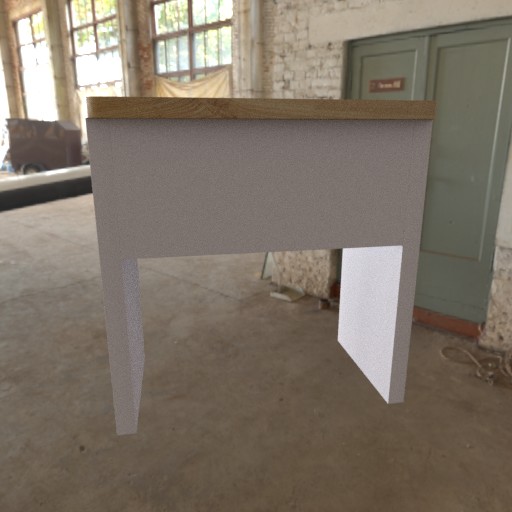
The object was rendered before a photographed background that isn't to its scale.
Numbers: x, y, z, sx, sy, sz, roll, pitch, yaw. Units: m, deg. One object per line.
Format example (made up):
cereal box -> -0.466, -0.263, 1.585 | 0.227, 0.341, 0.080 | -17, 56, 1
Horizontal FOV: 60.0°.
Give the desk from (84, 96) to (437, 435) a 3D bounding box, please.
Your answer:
desk -> 0.000, 0.000, 1.219 | 0.760, 0.790, 0.440 | -3, 16, -10
